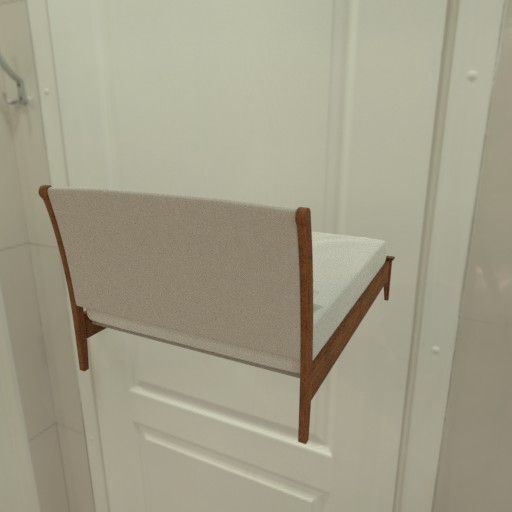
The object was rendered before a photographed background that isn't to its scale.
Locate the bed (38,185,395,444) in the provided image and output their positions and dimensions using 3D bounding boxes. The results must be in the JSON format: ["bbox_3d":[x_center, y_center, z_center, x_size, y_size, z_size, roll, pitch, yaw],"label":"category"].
[{"bbox_3d":[0.000,0.000,3.020,1.502,1.135,2.108,8,19,25],"label":"bed"}]
